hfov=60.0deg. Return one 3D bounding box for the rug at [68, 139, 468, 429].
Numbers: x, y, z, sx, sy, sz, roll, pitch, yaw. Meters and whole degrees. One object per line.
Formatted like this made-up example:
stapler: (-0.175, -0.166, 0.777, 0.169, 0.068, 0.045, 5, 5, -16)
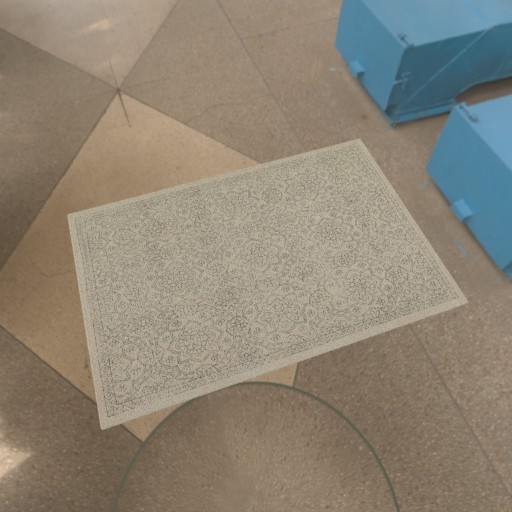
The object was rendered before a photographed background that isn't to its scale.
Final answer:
rug: (0.000, 0.000, 2.356, 1.829, 0.010, 1.219, -17, 60, -10)
